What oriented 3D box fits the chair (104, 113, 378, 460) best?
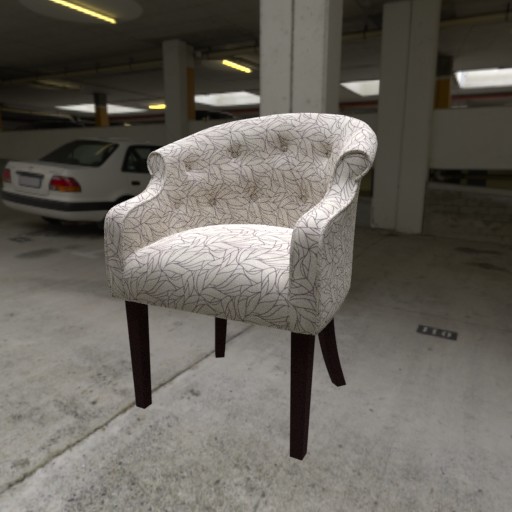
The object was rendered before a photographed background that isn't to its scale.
[{"bbox_3d":[0.000,0.000,1.321,0.686,0.858,0.613,6,14,27],"label":"chair"}]
